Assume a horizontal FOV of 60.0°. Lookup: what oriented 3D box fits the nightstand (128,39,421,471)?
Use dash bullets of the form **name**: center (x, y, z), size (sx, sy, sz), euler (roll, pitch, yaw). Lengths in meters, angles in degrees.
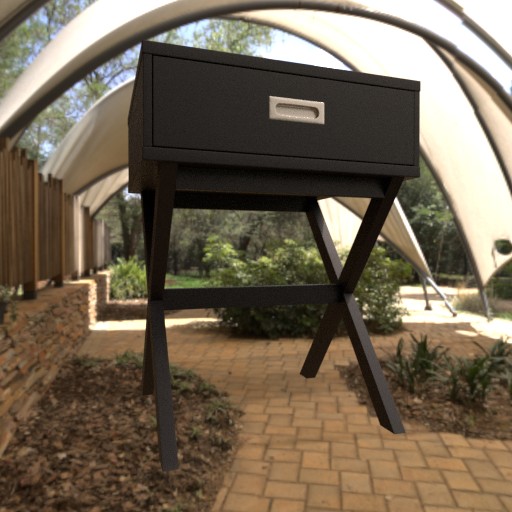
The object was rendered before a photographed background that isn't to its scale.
- **nightstand**: center (0.000, 0.000, 0.900), size (0.479, 0.623, 0.402), euler (0, 1, -19)
